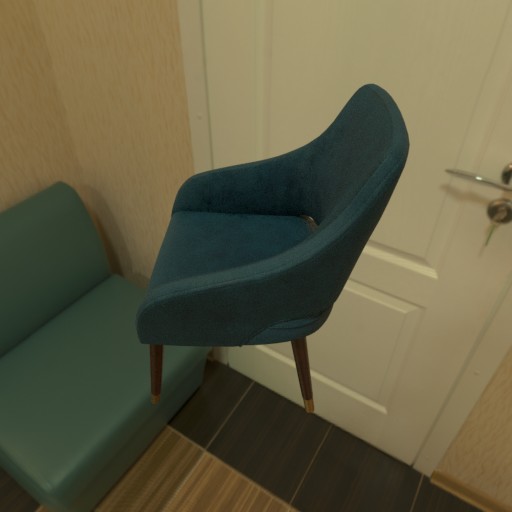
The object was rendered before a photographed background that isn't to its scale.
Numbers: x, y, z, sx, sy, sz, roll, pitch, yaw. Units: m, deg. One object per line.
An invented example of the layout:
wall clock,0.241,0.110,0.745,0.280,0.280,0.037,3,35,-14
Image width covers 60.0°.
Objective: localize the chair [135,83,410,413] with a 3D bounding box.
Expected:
chair,0.000,0.000,1.563,0.794,1.081,0.683,2,41,2
